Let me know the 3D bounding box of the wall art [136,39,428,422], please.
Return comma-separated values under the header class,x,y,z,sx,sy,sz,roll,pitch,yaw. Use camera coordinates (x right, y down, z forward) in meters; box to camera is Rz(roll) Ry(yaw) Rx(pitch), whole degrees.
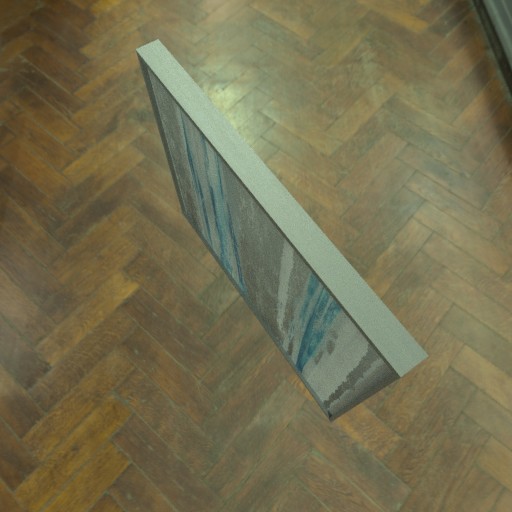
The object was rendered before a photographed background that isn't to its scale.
class,x,y,z,sx,sy,sz,roll,pitch,yaw
wall art,0.000,0.000,0.741,0.037,0.450,0.557,-32,68,-14
